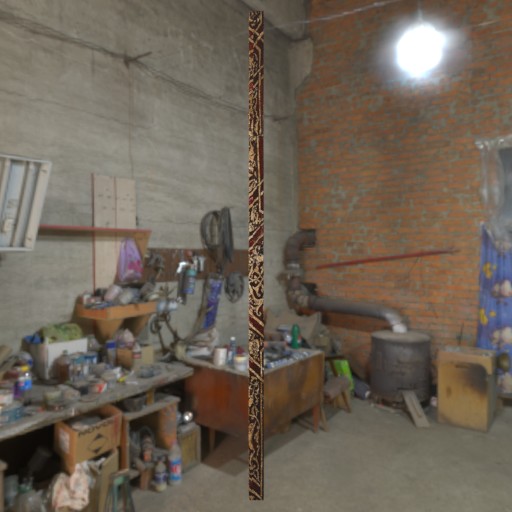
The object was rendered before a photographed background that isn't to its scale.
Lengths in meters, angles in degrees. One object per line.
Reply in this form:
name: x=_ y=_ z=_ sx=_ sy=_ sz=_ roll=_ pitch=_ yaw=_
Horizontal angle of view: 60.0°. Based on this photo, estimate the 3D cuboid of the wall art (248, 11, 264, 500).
wall art: x=0.000 y=0.000 z=1.118 sx=0.030 sy=0.904 sz=0.599 roll=0 pitch=-1 yaw=0
